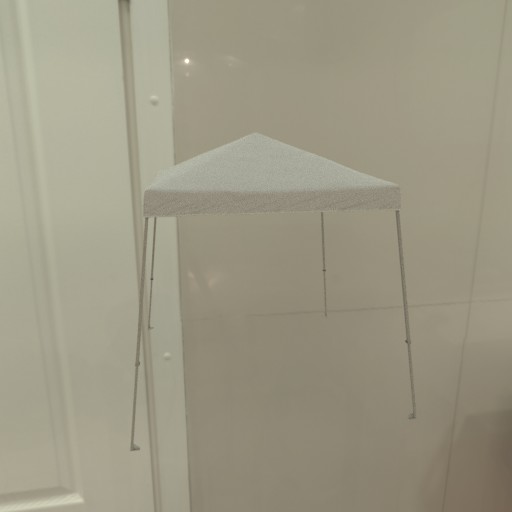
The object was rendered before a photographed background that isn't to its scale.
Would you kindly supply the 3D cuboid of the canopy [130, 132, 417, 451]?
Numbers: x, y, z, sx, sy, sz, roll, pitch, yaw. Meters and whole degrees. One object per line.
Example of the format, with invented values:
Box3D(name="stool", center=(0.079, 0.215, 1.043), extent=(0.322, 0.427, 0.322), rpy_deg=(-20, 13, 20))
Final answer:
Box3D(name="canopy", center=(0.000, 0.000, 5.304), extent=(2.849, 2.849, 2.848), rpy_deg=(-2, 14, -10))
